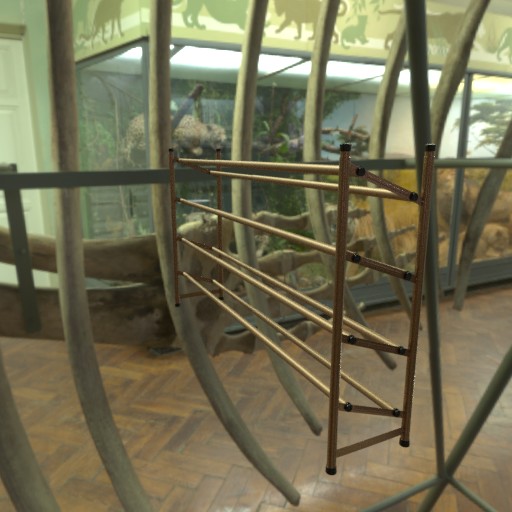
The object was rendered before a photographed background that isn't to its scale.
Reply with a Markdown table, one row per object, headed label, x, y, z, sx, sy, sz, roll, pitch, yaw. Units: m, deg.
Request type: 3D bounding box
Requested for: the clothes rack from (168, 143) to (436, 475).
| label | x | y | z | sx | sy | sz | roll | pitch | yaw |
| --- | --- | --- | --- | --- | --- | --- | --- | --- | --- |
| clothes rack | 0.000 | 0.000 | 1.403 | 0.229 | 0.672 | 1.168 | -6 | 15 | -25 |
